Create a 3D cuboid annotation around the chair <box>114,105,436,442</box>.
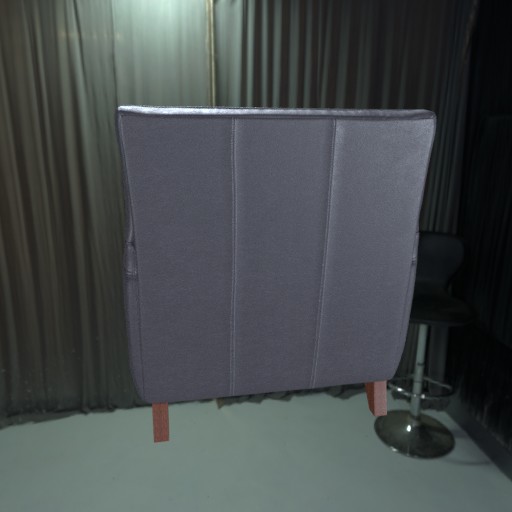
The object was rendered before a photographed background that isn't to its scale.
[{"bbox_3d":[0.000,0.000,1.561,0.870,0.943,0.825,-3,14,-10],"label":"chair"}]
